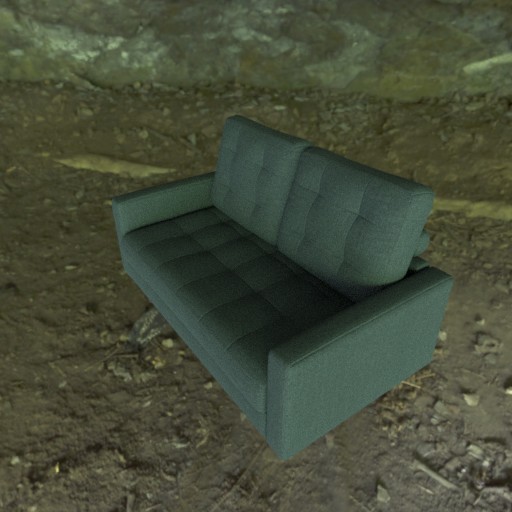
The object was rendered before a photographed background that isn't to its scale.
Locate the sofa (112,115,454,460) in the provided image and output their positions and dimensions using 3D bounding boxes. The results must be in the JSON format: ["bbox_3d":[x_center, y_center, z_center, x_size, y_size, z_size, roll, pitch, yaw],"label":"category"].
[{"bbox_3d":[0.000,0.000,1.956,0.842,0.907,1.407,-21,37,-29],"label":"sofa"}]
